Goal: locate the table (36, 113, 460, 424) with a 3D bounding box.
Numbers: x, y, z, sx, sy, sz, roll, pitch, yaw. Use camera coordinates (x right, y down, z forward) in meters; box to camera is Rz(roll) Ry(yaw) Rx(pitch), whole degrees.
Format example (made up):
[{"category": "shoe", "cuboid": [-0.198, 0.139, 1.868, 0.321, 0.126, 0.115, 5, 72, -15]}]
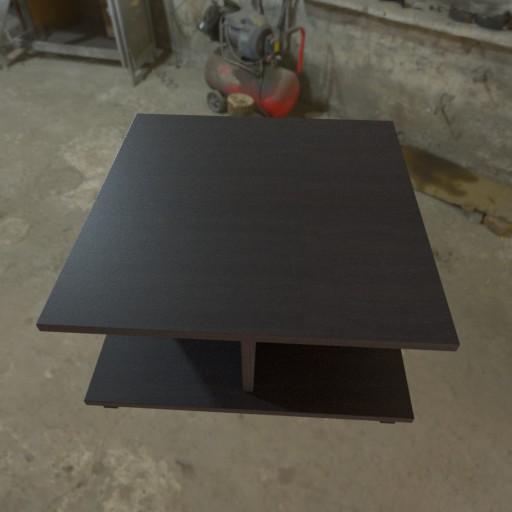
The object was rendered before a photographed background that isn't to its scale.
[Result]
[{"category": "table", "cuboid": [0.000, 0.000, 1.196, 0.762, 0.396, 0.762, 2, 47, 2]}]
